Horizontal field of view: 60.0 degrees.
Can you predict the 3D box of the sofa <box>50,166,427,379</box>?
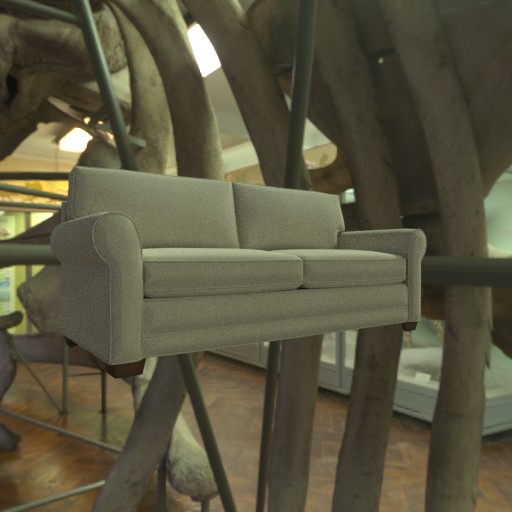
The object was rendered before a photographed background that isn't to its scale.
[{"bbox_3d":[0.000,0.000,2.640,2.146,0.962,0.901,0,0,-36],"label":"sofa"}]
